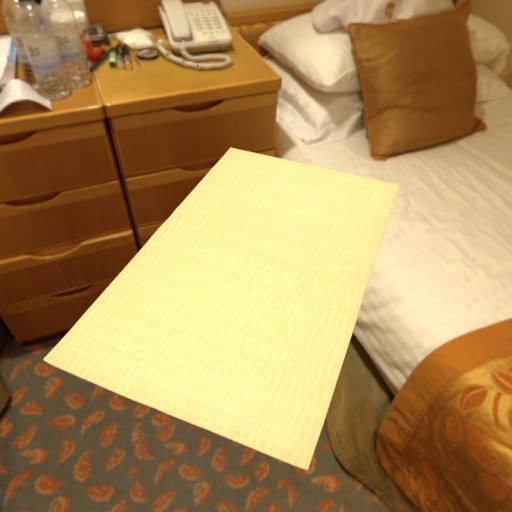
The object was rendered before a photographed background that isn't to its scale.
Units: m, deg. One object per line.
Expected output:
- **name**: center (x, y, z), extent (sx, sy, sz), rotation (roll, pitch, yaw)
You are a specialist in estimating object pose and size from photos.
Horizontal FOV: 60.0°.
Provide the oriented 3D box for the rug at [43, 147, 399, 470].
- **rug**: center (0.000, 0.000, 3.026), extent (1.531, 0.014, 2.441), rotation (16, 46, 16)
